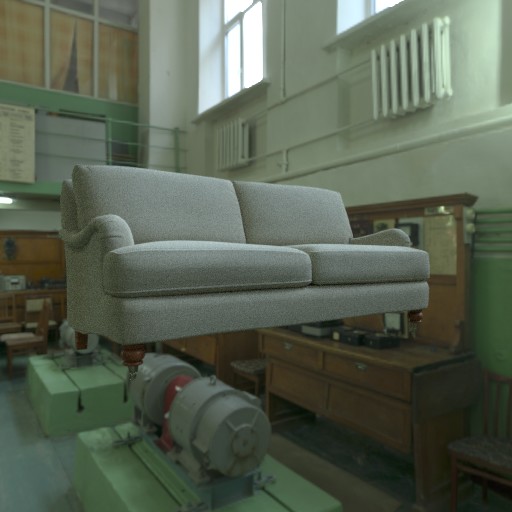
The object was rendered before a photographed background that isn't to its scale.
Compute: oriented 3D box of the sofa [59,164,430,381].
[{"bbox_3d":[0.000,0.000,2.665,2.070,0.997,1.091,0,1,-35],"label":"sofa"}]
